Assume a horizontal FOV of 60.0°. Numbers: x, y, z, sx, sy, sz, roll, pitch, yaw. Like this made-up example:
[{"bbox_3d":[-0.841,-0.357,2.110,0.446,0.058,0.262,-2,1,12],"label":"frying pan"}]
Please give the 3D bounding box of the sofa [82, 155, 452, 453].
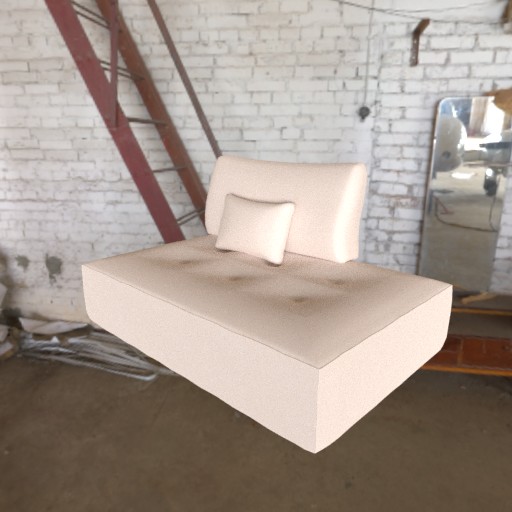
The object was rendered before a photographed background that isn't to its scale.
[{"bbox_3d":[0.000,0.000,2.038,1.450,0.820,1.000,15,22,42],"label":"sofa"}]
